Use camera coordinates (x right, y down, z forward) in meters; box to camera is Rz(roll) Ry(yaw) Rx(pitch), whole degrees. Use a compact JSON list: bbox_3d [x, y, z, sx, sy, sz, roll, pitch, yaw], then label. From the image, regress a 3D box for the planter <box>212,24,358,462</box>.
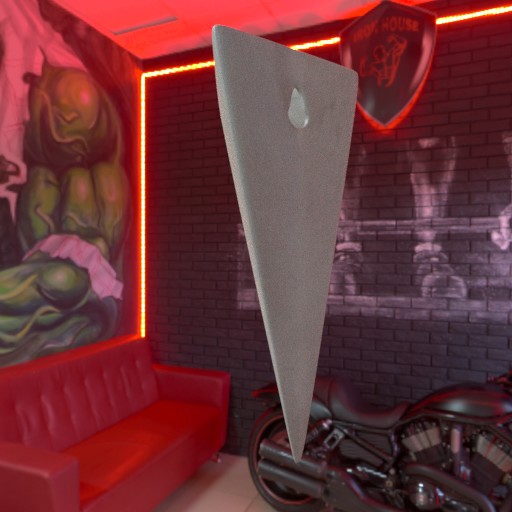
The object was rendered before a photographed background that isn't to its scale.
[{"bbox_3d":[0.000,0.000,0.158,0.058,0.130,0.047,0,0,-35],"label":"planter"}]
